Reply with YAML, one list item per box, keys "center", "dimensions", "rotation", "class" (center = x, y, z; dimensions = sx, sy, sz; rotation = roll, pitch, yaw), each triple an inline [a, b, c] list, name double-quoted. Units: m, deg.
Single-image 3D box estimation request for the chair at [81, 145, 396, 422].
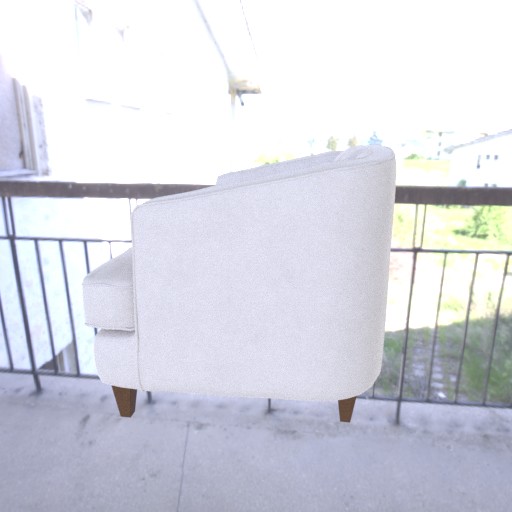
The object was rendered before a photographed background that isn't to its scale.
- center: [0.000, 0.000, 1.750]
  dimensions: [0.941, 0.852, 1.104]
  rotation: [2, 15, 9]
  class: "chair"
